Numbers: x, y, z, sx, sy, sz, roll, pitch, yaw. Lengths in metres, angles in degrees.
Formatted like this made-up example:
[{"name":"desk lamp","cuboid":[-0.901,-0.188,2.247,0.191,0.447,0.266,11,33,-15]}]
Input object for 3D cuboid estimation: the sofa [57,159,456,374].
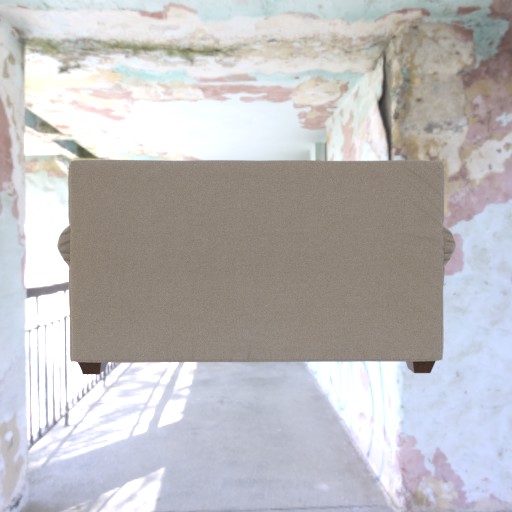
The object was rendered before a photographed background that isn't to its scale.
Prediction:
[{"name":"sofa","cuboid":[0.000,0.000,2.195,1.550,0.905,1.070,0,1,-1]}]
